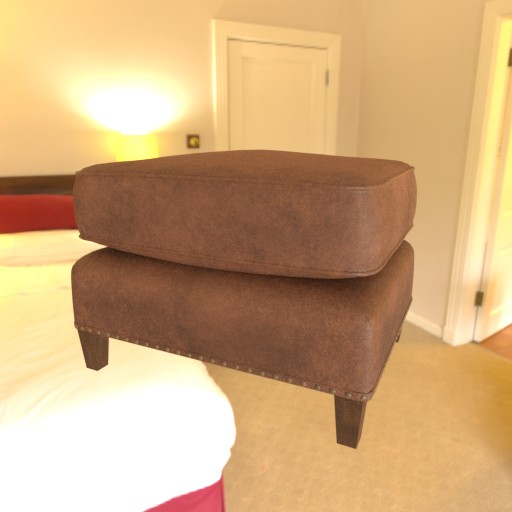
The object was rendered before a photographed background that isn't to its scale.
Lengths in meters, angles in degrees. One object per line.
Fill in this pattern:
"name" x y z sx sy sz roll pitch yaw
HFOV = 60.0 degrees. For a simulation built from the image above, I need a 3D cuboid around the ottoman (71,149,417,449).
"ottoman" 0.000 0.000 1.149 0.738 0.537 0.589 7 17 25
